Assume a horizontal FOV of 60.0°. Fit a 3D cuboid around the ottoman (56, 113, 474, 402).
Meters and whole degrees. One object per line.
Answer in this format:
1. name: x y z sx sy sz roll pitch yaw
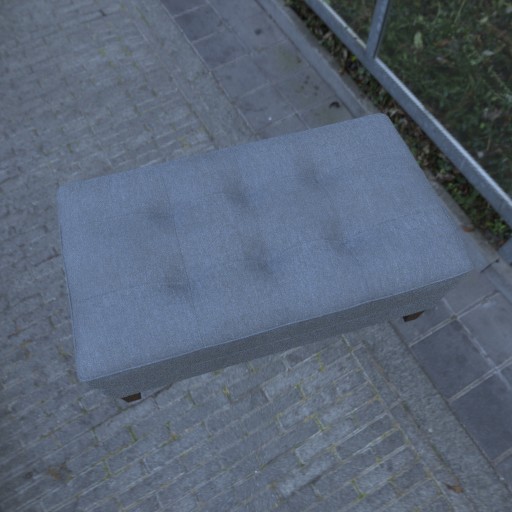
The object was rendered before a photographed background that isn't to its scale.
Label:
1. ottoman: 0.000 0.000 1.494 1.143 0.514 0.648 -15 65 -7
